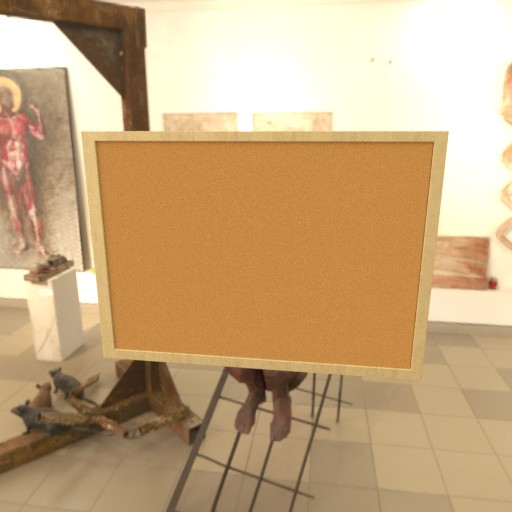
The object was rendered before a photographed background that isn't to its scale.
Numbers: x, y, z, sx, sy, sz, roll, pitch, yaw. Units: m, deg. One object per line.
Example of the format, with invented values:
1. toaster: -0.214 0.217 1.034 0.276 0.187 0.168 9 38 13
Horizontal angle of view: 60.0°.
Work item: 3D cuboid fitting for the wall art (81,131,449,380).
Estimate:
1. wall art: 0.000 0.000 0.701 0.532 0.380 0.032 2 16 8
